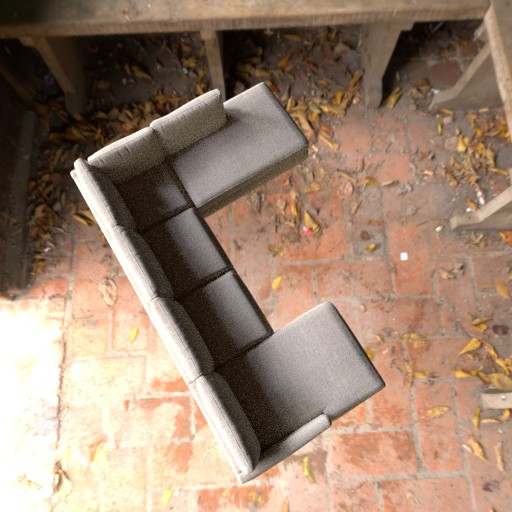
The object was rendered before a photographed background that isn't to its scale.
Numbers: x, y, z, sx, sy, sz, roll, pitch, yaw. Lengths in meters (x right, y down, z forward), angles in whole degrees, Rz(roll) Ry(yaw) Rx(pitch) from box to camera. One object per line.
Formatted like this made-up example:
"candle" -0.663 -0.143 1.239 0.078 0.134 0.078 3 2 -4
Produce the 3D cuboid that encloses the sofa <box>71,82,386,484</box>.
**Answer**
"sofa" 0.000 0.000 3.546 1.879 0.756 2.737 -31 76 -8
